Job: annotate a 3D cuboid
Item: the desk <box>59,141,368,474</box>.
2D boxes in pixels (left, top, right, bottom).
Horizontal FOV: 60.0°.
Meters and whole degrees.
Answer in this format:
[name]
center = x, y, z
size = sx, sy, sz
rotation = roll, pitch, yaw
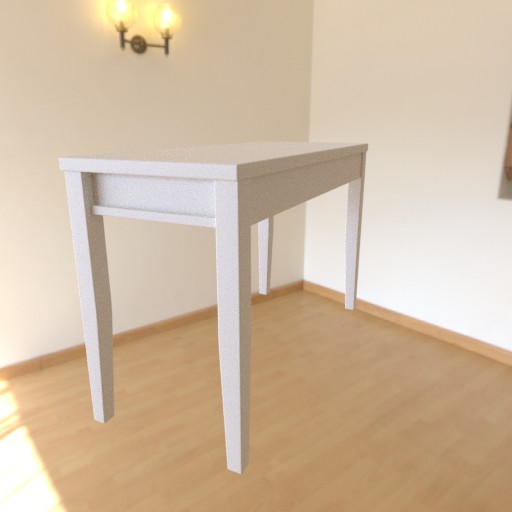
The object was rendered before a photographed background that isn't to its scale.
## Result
[desk]
center = 0.000, 0.000, 1.637
size = 0.508, 0.775, 1.220
rotation = 8, 18, 25
